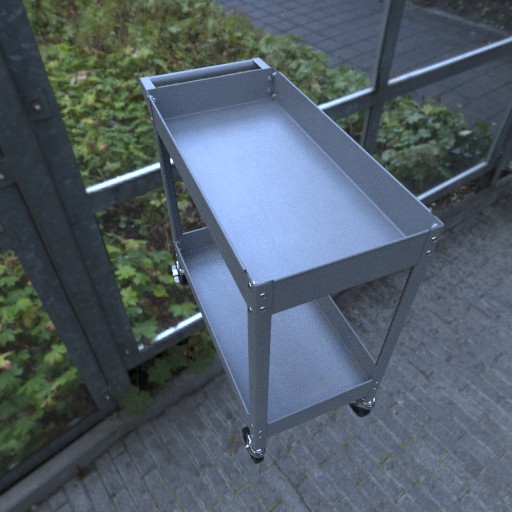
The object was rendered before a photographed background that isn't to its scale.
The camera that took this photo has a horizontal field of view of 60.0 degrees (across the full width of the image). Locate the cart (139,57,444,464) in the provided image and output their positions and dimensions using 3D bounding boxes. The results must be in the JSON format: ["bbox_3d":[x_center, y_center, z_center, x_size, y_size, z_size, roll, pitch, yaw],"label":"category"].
[{"bbox_3d":[0.000,0.000,1.169,0.366,0.719,0.779,-17,48,-16],"label":"cart"}]
